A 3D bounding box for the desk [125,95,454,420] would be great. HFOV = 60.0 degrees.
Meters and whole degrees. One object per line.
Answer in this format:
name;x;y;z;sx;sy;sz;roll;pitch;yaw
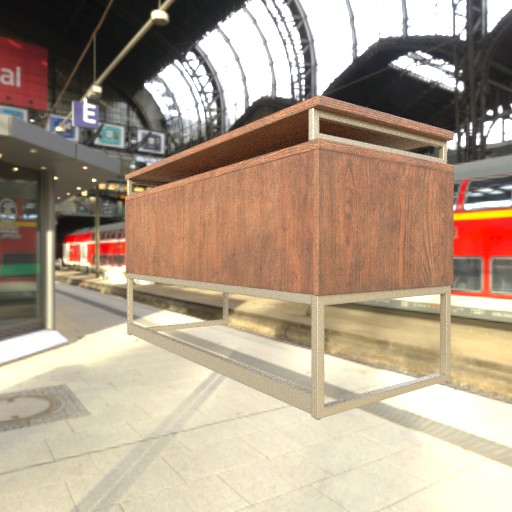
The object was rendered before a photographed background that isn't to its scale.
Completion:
desk;0.000;0.000;1.810;0.610;0.792;1.384;0;1;-35
